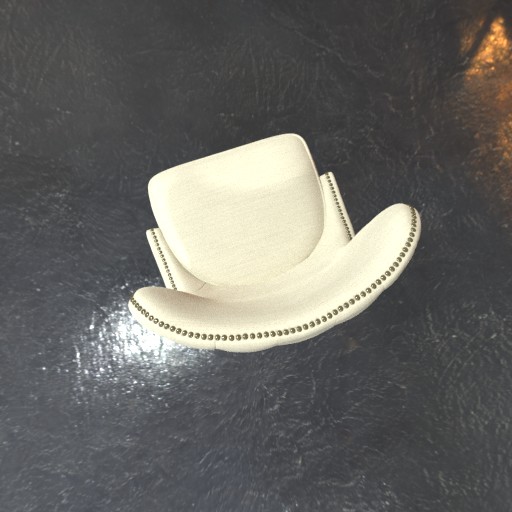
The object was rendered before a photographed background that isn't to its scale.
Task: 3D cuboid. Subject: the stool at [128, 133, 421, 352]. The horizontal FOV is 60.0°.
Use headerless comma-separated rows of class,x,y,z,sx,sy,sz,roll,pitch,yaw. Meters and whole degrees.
stool,0.000,0.000,1.337,0.615,0.972,0.597,-18,76,-5
